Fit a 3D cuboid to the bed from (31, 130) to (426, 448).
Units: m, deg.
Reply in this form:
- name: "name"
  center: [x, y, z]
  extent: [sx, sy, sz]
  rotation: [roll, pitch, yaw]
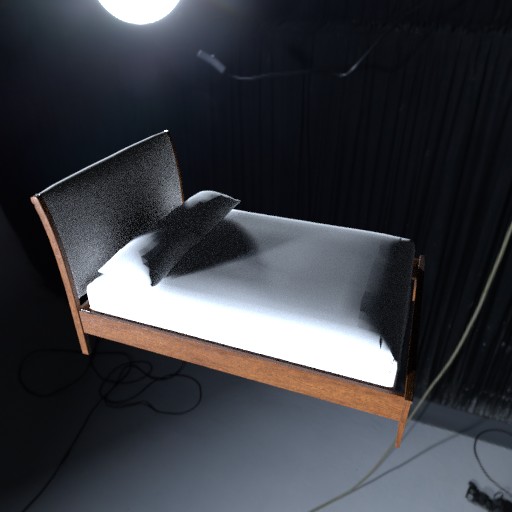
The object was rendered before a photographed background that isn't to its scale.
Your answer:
- name: "bed"
  center: [0.000, 0.000, 3.255]
  extent: [2.380, 1.250, 1.612]
  rotation: [11, 33, 17]
